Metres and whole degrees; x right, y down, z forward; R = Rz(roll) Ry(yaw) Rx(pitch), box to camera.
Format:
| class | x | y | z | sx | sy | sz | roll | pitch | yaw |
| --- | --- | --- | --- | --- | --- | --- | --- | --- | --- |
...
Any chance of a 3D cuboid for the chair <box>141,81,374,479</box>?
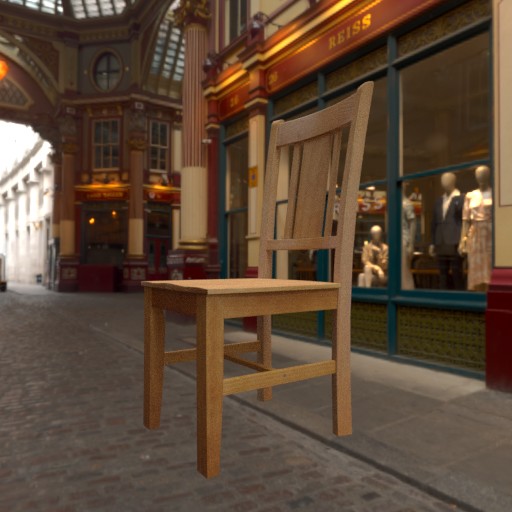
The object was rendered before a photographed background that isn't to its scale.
| class | x | y | z | sx | sy | sz | roll | pitch | yaw |
| --- | --- | --- | --- | --- | --- | --- | --- | --- | --- |
| chair | 0.000 | 0.000 | 1.303 | 0.556 | 0.998 | 0.450 | 0 | -1 | -35 |
